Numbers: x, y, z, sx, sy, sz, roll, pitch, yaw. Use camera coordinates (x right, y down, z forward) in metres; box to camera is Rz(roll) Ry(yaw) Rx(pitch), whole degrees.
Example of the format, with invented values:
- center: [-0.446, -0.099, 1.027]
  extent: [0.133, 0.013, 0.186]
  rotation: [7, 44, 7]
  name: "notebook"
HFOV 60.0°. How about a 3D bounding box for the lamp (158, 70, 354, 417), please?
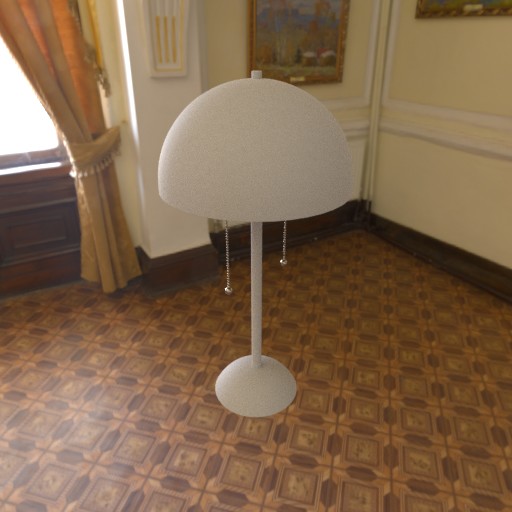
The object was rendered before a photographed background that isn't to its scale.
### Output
- center: [0.000, 0.000, 0.428]
  extent: [0.171, 0.330, 0.171]
  rotation: [0, 27, 0]
  name: "lamp"
